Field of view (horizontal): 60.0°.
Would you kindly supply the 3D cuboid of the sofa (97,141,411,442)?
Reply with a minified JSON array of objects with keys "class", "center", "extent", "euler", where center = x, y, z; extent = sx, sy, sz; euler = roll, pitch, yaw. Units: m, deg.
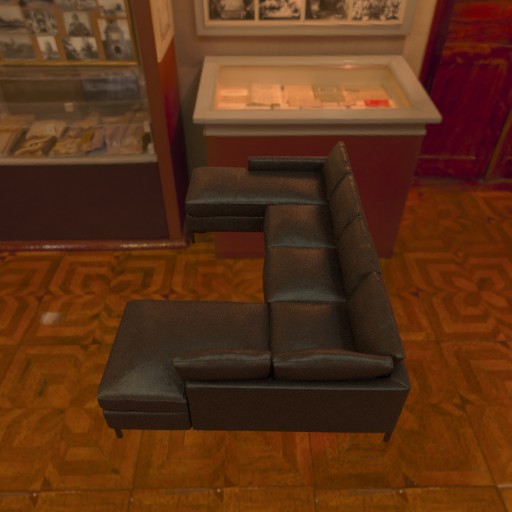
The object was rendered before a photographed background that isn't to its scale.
[{"class":"sofa","center":[0.000,0.000,3.881],"extent":[1.939,0.900,2.956],"euler":[1,40,1]}]
